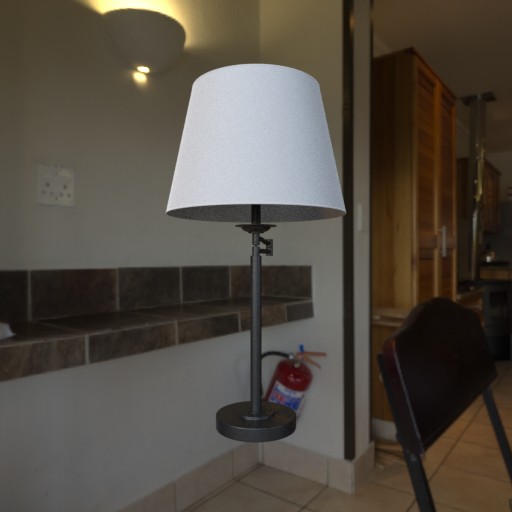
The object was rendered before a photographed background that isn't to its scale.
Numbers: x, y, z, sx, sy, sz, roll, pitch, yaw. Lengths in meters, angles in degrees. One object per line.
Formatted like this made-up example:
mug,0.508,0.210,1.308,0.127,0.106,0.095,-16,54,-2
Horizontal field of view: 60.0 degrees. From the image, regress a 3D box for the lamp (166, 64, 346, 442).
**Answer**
lamp,0.000,0.000,0.909,0.363,0.696,0.363,0,-1,0
